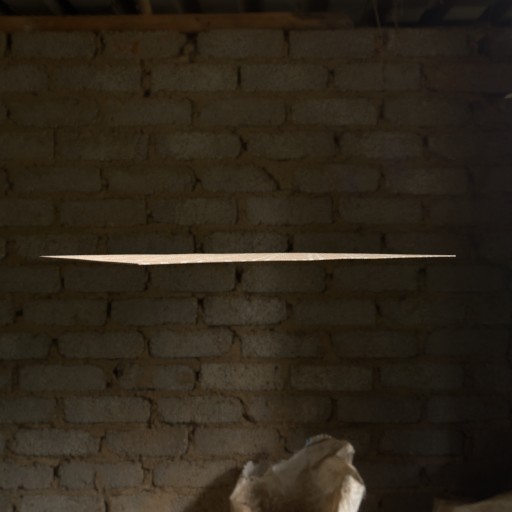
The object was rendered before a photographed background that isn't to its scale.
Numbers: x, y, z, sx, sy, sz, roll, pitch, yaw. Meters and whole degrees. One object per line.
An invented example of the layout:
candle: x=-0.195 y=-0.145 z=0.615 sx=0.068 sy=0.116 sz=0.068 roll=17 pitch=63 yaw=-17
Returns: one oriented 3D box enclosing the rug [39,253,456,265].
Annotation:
rug: x=0.000 y=0.000 z=2.194 sx=1.745 sy=0.010 sz=1.146 roll=-1 pitch=2 yaw=-38
